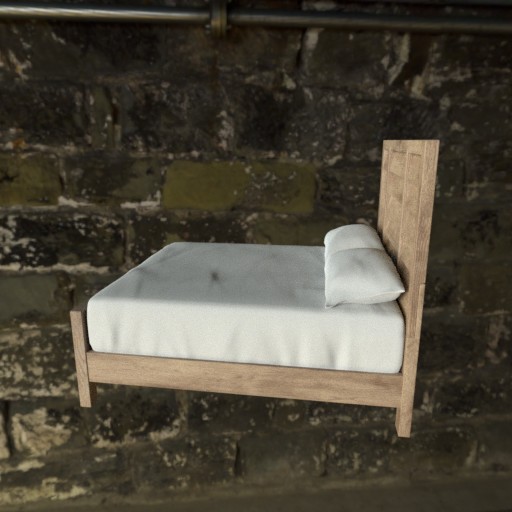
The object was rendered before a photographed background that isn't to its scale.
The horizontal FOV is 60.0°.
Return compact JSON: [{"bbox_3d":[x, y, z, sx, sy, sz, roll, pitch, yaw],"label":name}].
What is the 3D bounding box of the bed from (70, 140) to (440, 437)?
[{"bbox_3d":[0.000,0.000,3.224,2.017,1.631,1.615,2,15,8],"label":"bed"}]
